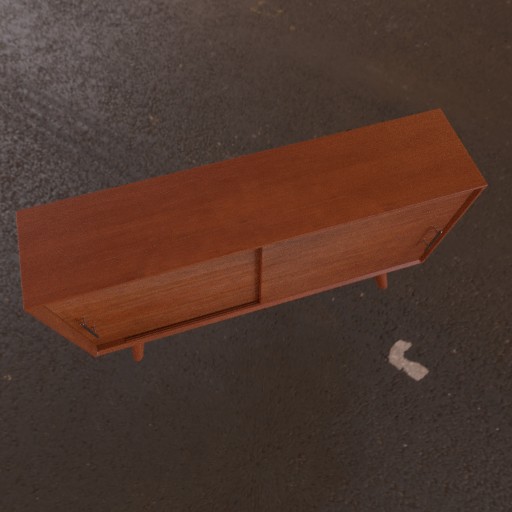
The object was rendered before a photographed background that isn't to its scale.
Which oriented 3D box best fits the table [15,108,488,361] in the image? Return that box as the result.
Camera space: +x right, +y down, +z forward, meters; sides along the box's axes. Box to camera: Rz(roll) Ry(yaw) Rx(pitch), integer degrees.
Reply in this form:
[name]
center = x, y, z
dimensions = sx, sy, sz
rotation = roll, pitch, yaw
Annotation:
[table]
center = 0.000, 0.000, 1.483
dimensions = 1.220, 0.698, 0.308
rotation = -15, 66, -7
